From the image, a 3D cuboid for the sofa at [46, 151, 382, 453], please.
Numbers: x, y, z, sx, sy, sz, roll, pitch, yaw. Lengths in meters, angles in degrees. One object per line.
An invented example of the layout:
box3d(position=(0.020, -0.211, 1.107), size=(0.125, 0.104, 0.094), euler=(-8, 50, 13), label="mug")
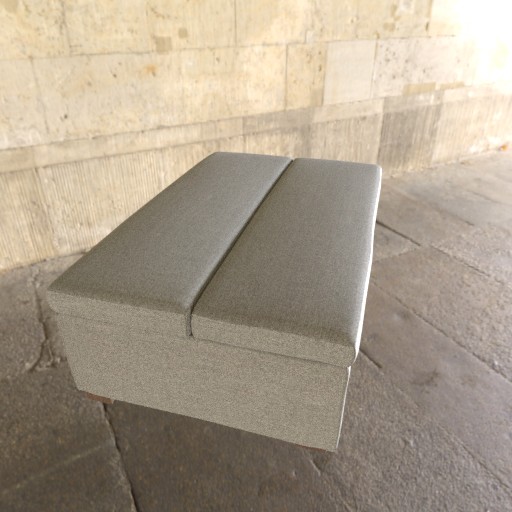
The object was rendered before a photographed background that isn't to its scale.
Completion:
box3d(position=(0.000, 0.000, 1.635), size=(0.817, 0.434, 1.250), euler=(8, 31, 14), label="sofa")
